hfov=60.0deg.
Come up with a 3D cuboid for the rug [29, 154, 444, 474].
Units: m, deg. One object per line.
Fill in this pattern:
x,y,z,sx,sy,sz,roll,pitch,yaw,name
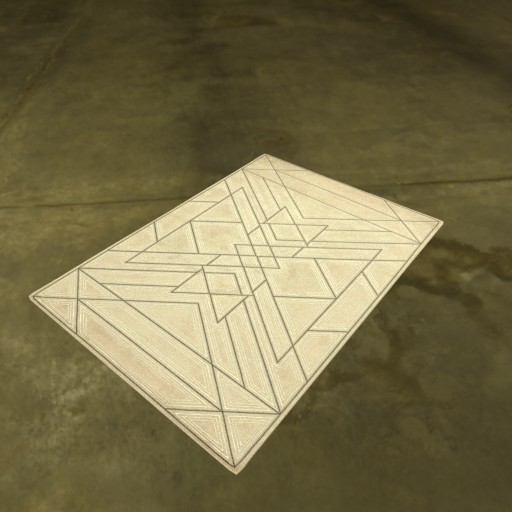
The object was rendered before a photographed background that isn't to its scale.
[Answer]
0.000,0.000,4.303,2.436,0.026,3.381,28,48,28,rug
